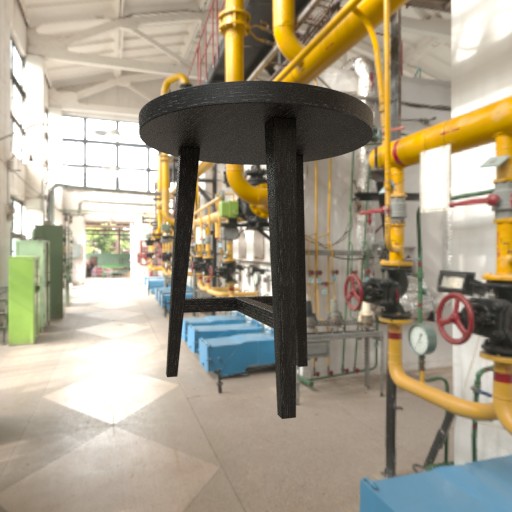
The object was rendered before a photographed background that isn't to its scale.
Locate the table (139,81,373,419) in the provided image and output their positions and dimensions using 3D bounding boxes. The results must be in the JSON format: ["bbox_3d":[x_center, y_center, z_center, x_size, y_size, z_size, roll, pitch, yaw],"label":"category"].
[{"bbox_3d":[0.000,0.000,0.780,0.399,0.460,0.399,0,0,0],"label":"table"}]
